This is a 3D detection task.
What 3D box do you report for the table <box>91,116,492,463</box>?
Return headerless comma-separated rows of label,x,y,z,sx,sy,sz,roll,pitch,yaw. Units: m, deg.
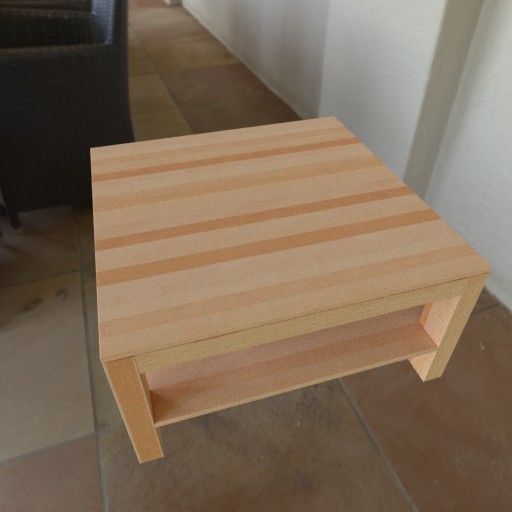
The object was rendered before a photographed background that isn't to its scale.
table,0.000,0.000,1.424,0.900,0.450,0.900,-11,42,-13
